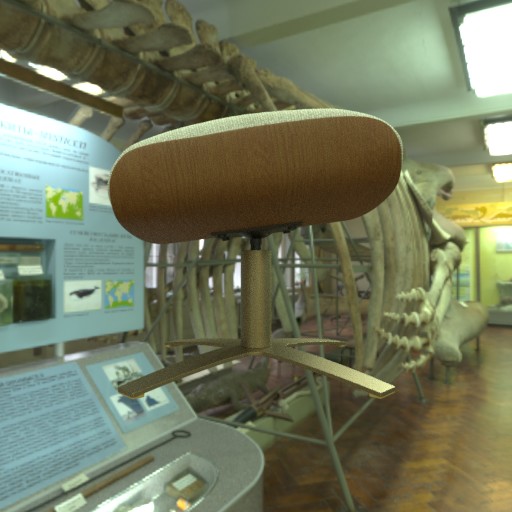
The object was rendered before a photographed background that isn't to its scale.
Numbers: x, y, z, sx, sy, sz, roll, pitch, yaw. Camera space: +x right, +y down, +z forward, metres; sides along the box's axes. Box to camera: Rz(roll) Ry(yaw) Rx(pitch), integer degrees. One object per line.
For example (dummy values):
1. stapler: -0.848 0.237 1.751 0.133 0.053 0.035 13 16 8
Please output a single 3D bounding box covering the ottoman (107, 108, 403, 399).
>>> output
1. ottoman: 0.000 0.000 0.798 0.394 0.391 0.520 0 0 0
